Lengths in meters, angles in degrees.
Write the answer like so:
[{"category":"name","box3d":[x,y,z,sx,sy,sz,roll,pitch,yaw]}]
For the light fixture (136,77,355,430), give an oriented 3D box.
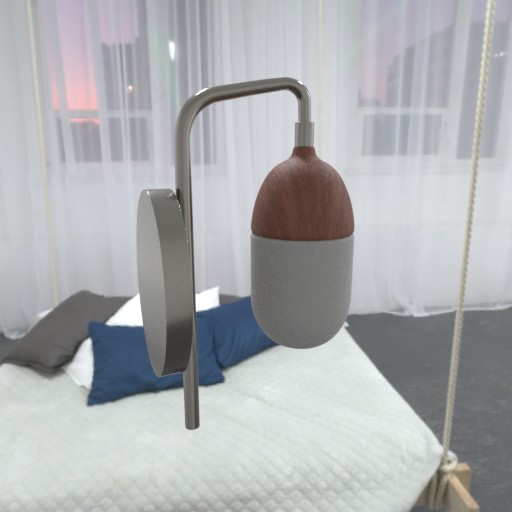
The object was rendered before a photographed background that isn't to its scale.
[{"category":"light fixture","box3d":[0.000,0.000,0.447,0.216,0.343,0.108,-6,15,-26]}]
